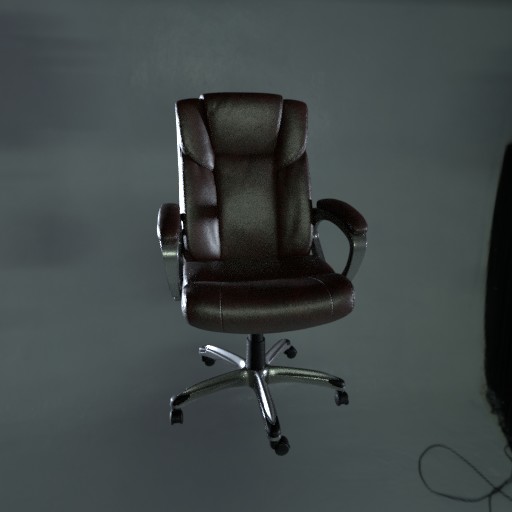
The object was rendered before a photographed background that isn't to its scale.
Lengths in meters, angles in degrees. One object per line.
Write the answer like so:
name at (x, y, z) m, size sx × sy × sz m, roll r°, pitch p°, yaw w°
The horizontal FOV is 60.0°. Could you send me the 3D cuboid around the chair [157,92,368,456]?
chair at (0.000, 0.000, 1.567) m, size 0.656 × 1.128 × 0.692 m, roll -3°, pitch 17°, yaw -10°
